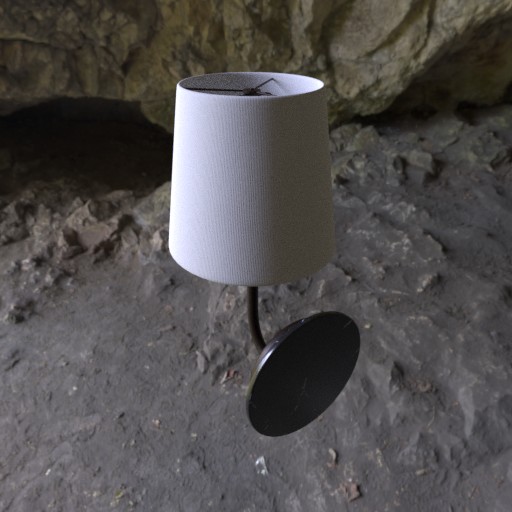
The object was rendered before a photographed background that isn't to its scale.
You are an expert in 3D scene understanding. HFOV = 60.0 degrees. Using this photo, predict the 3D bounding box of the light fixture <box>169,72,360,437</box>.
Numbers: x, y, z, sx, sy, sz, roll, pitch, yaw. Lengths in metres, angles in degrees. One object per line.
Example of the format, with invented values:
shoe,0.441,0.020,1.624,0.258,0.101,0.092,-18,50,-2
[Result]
light fixture,0.000,0.000,0.460,0.168,0.337,0.188,-19,35,-29
